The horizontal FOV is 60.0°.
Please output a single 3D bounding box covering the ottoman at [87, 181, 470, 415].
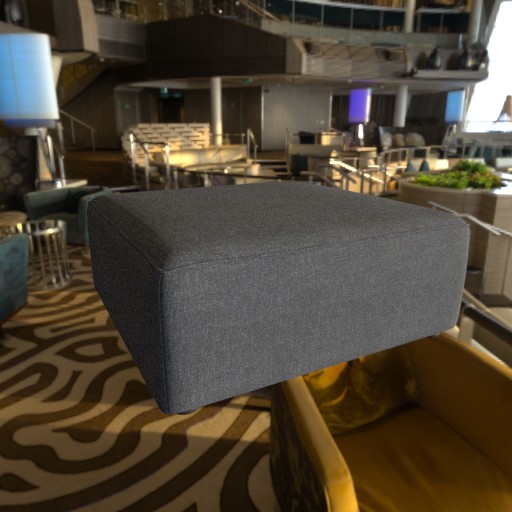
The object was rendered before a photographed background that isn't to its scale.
[{"bbox_3d":[0.000,0.000,1.579,1.000,0.439,1.000,-9,19,-27],"label":"ottoman"}]
